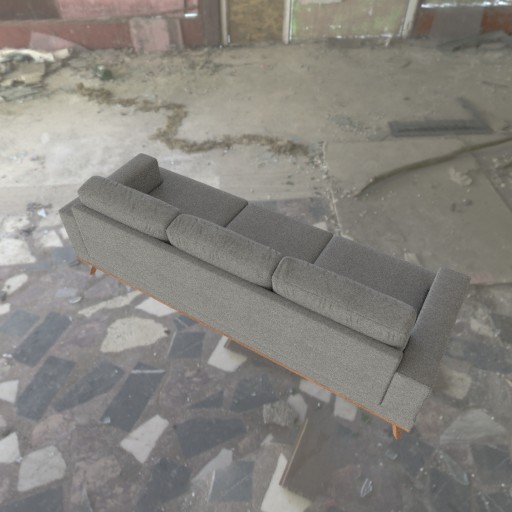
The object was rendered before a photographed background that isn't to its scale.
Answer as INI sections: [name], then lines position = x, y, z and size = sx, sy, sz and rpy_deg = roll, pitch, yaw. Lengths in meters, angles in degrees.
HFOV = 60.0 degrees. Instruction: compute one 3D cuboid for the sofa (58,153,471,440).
[sofa]
position = 0.000, 0.000, 2.683
size = 2.310, 0.810, 0.920
rpy_deg = 23, 50, 21
